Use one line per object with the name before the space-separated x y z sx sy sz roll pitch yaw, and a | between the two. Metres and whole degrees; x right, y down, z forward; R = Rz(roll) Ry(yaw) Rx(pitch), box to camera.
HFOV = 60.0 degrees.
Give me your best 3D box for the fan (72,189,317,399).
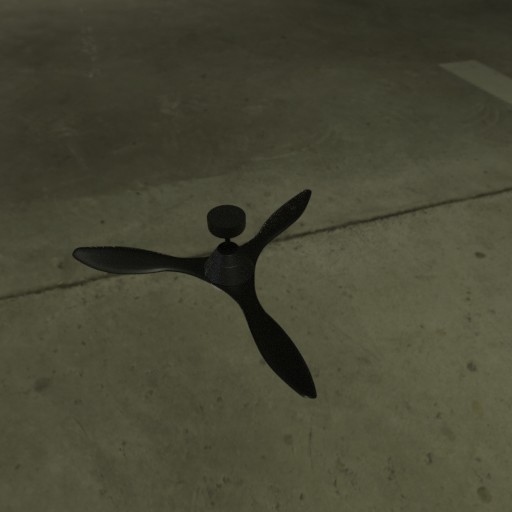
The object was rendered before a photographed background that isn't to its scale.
fan | 0.000 0.000 1.646 1.067 0.305 1.067 -26 48 -26
